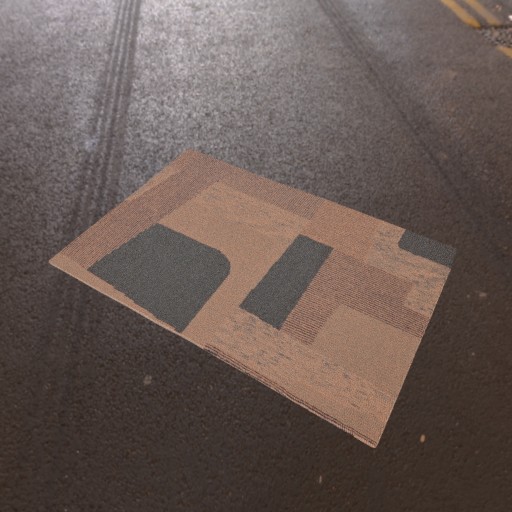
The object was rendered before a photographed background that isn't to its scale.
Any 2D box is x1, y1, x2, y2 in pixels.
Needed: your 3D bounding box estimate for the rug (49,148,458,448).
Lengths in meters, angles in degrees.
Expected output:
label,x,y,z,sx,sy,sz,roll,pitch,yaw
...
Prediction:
label,x,y,z,sx,sy,sz,roll,pitch,yaw
rug,0.000,0.000,2.397,1.847,0.020,1.238,24,52,21
